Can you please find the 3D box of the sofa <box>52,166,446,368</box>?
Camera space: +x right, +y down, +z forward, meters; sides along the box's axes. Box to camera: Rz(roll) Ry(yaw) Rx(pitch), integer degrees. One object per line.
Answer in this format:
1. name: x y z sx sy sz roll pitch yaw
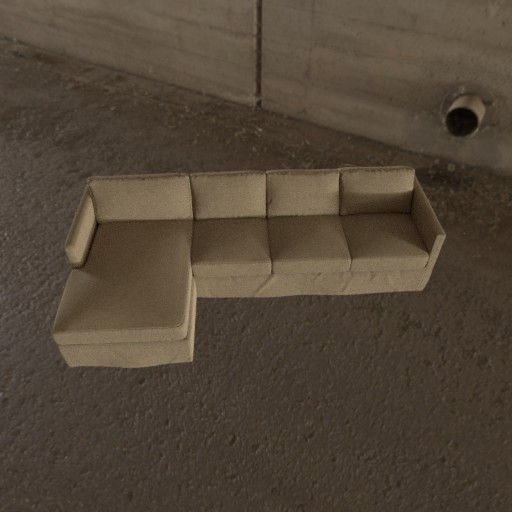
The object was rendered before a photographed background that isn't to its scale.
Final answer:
1. sofa: 0.000 0.000 3.919 3.198 0.920 1.638 -2 45 -2
